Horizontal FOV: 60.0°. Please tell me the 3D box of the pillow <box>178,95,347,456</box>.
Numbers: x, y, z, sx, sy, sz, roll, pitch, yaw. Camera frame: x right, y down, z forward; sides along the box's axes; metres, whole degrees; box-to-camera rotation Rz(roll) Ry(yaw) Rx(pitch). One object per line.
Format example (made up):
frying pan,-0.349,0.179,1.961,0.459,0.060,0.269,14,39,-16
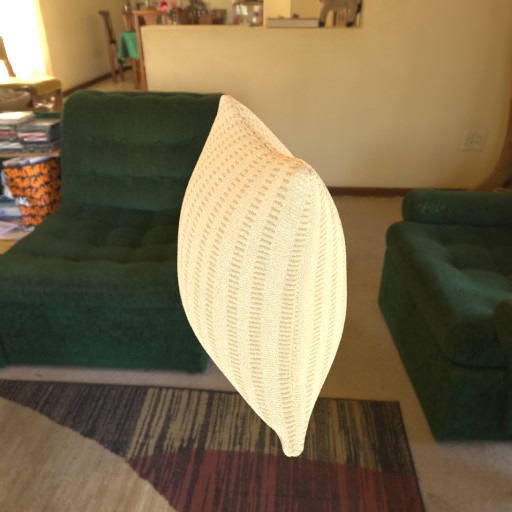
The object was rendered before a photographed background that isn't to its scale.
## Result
pillow,0.000,0.000,0.700,0.247,0.419,0.438,-7,31,-12
